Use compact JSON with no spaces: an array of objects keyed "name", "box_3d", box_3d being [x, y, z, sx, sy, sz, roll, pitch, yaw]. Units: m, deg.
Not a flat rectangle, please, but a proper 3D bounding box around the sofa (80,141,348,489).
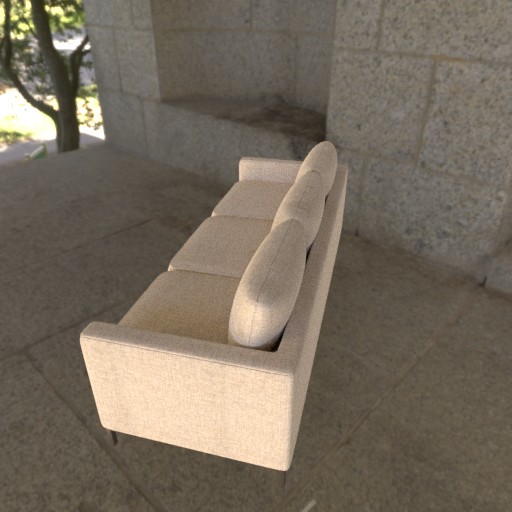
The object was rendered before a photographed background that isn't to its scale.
[{"name":"sofa","box_3d":[0.000,0.000,2.610,0.859,0.874,2.218,8,31,13]}]
